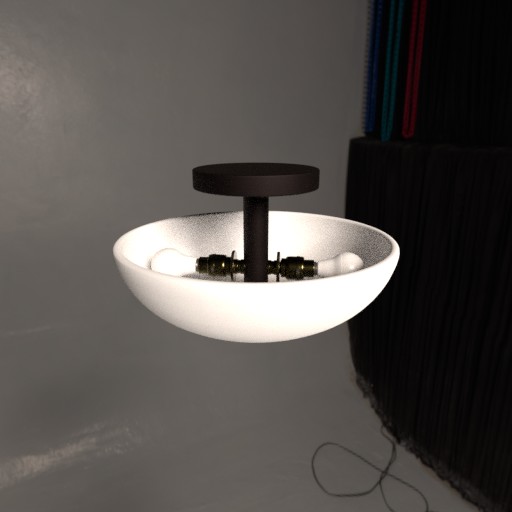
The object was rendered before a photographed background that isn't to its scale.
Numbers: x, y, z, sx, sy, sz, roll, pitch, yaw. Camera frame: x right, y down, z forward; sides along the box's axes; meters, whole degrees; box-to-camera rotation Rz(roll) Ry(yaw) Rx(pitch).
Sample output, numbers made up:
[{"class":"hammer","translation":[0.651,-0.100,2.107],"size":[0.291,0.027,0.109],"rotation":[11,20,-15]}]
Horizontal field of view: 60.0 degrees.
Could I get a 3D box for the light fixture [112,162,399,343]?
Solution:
[{"class":"light fixture","translation":[0.000,0.000,0.541],"size":[0.331,0.212,0.331],"rotation":[0,17,0]}]
